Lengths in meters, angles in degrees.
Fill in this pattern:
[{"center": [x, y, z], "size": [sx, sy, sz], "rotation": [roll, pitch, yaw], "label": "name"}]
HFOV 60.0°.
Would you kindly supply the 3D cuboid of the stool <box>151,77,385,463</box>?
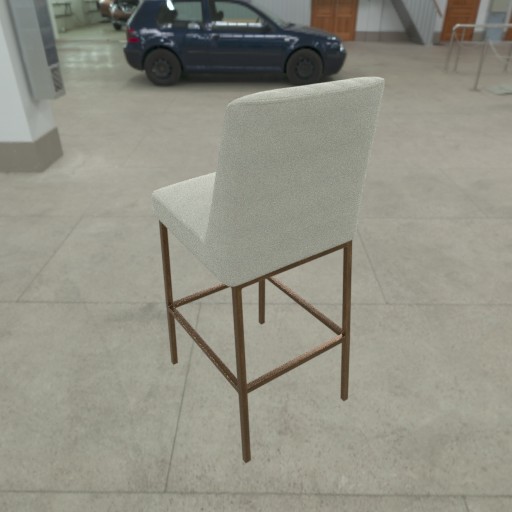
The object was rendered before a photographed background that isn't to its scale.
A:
[{"center": [0.000, 0.000, 1.374], "size": [0.462, 1.084, 0.546], "rotation": [-20, 37, -29], "label": "stool"}]
